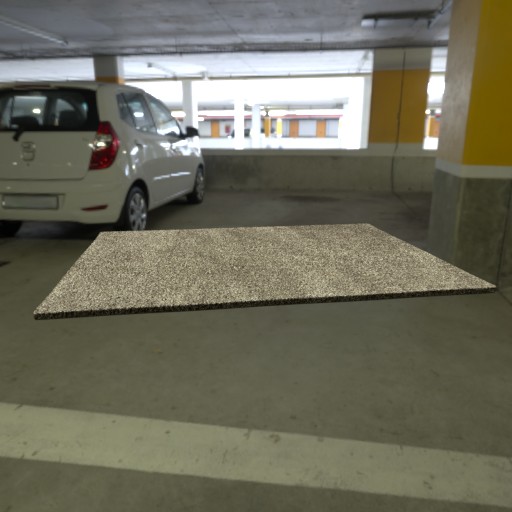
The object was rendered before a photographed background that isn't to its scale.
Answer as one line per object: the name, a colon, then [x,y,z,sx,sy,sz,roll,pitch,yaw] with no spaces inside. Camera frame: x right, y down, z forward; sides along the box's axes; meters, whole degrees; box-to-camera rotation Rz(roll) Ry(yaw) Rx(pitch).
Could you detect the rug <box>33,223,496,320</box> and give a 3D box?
rug: [0.000,0.000,2.072,1.601,0.025,1.198,-2,16,-9]
